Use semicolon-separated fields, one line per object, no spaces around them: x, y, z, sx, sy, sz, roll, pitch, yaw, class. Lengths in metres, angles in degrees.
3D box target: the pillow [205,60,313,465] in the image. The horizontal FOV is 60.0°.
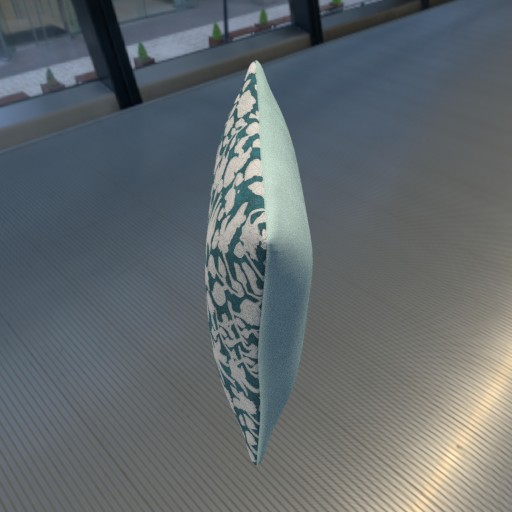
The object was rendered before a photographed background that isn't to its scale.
0.000;0.000;0.791;0.166;0.508;0.525;-1;42;-1;pillow
